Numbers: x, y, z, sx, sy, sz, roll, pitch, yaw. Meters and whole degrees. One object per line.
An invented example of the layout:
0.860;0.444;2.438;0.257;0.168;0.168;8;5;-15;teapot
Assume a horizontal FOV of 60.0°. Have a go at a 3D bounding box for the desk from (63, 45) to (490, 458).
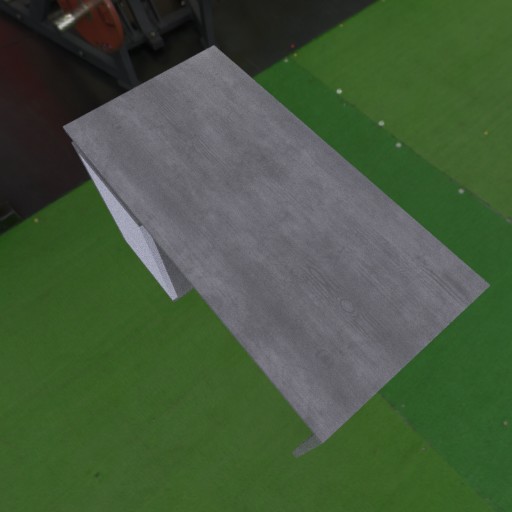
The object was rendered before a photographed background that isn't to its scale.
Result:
0.000;0.000;1.612;0.600;0.740;1.200;-36;69;-17;desk
